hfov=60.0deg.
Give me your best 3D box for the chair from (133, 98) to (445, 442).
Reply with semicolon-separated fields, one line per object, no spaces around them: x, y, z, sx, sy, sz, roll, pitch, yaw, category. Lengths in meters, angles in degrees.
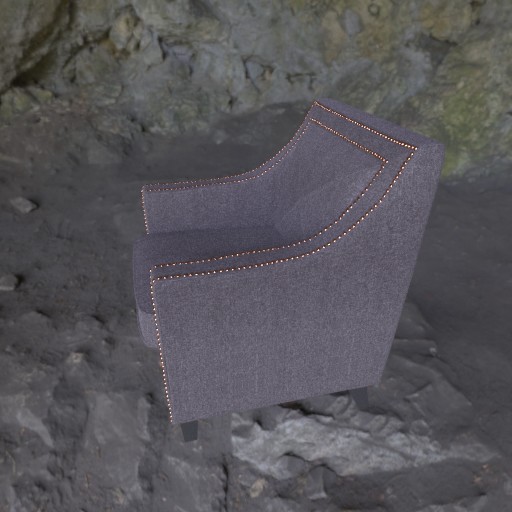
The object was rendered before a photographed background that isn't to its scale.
0.000;0.000;1.629;0.884;0.967;0.776;-7;29;-13;chair
